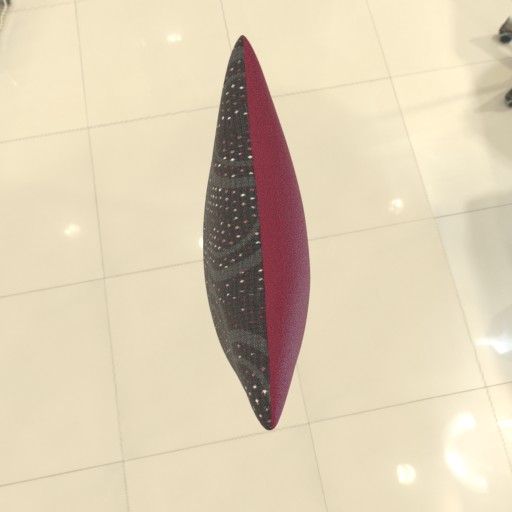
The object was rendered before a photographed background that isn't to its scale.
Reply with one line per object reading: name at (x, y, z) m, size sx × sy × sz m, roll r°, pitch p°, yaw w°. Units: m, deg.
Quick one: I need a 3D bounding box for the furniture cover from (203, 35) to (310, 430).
furniture cover at (0.000, 0.000, 0.826) m, size 0.193 × 0.509 × 0.552 m, roll -4°, pitch 75°, yaw -1°
